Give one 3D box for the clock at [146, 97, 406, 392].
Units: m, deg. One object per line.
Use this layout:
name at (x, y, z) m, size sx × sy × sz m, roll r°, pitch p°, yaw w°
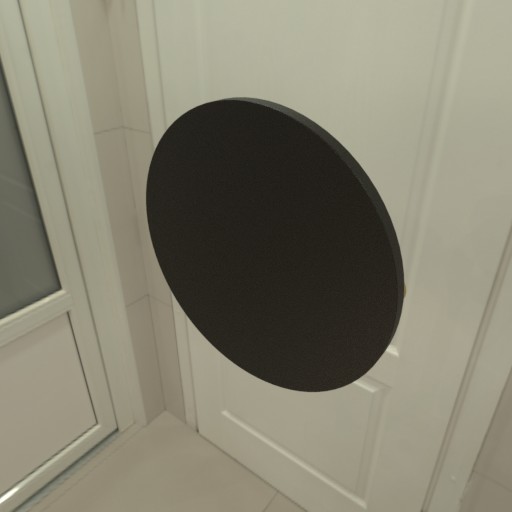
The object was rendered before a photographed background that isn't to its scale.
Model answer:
clock at (0.000, 0.000, 0.666) m, size 0.454 × 0.454 × 0.038 m, roll 21°, pitch 36°, yaw 32°
